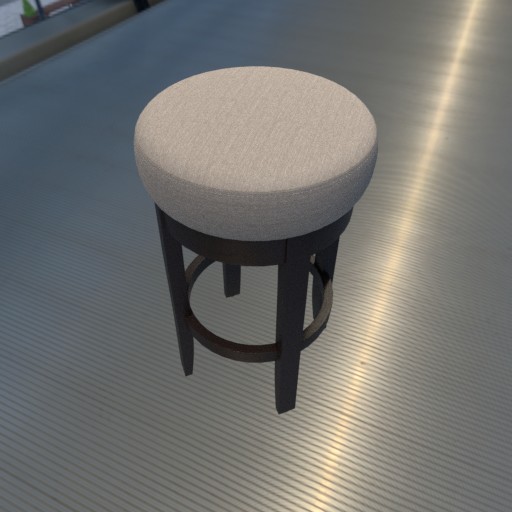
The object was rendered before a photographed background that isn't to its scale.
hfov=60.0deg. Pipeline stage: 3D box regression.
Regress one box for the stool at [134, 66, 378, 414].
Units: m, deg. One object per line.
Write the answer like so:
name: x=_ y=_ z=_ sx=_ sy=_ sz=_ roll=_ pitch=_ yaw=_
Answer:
stool: x=0.000 y=0.000 z=1.041 sx=0.443 sy=0.757 sz=0.443 roll=0 pitch=46 yaw=0
